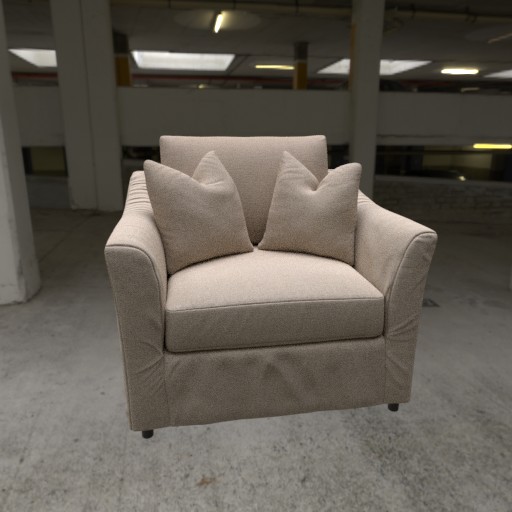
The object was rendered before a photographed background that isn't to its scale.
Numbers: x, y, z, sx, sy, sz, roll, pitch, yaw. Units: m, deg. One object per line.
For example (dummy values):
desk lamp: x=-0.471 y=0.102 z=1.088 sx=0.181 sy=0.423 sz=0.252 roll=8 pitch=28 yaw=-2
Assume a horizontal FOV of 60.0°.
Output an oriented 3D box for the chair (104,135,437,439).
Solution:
chair: x=0.000 y=0.000 z=2.072 sx=1.194 sy=1.093 sz=1.071 roll=-3 pitch=15 yaw=-9
